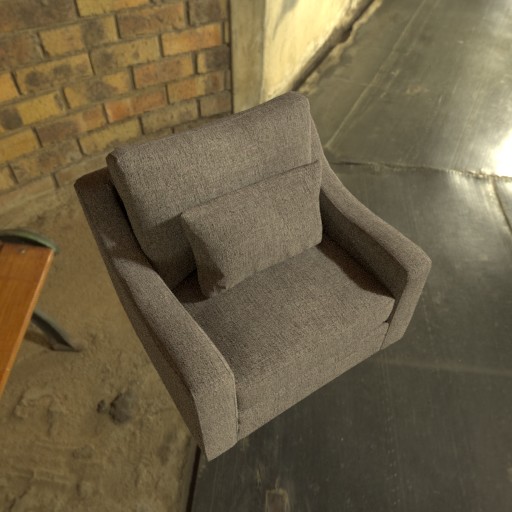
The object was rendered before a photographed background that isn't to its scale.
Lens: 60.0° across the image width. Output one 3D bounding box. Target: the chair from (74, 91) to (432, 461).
[{"bbox_3d":[0.000,0.000,1.938,1.138,1.037,1.009,-25,52,-22],"label":"chair"}]
